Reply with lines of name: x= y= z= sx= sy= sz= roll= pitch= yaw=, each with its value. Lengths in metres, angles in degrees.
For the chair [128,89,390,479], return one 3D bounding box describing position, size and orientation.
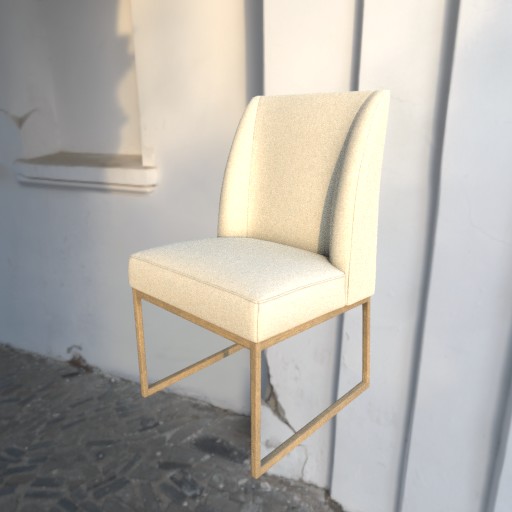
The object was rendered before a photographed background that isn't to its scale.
chair: x=0.000 y=0.000 z=1.219 sx=0.508 sy=0.863 sz=0.522 roll=15 pitch=23 yaw=41
